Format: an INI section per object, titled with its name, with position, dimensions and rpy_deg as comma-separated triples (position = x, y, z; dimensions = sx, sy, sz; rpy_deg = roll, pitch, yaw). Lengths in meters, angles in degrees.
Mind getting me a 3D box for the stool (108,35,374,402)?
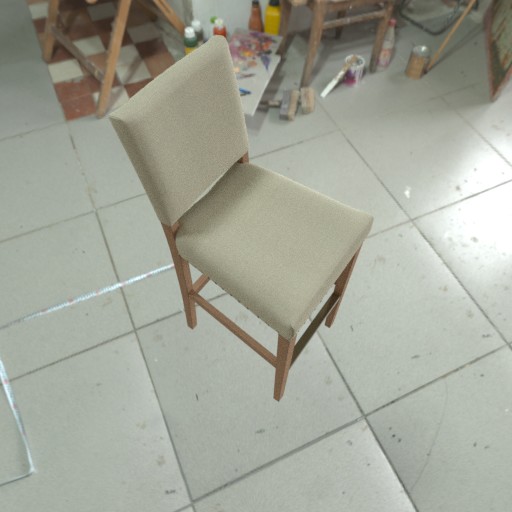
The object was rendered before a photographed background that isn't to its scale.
[stool]
position = 0.000, 0.000, 1.429
dimensions = 0.546, 1.143, 0.428
rpy_deg = 32, 64, 18
